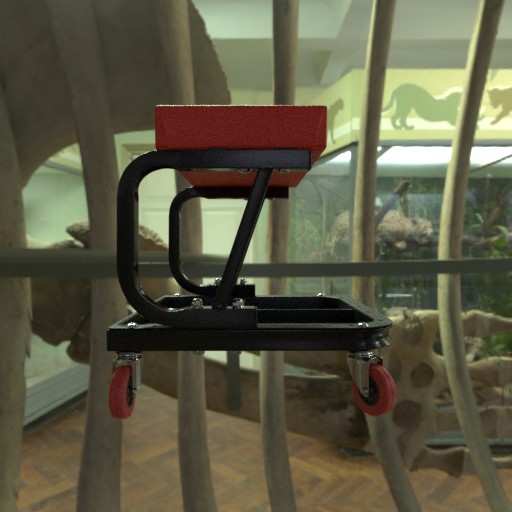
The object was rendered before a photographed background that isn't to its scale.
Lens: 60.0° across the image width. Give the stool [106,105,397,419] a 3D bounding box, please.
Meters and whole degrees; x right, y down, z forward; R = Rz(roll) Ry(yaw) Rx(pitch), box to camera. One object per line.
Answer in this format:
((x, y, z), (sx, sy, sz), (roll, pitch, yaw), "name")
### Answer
((0.000, 0.000, 0.725), (0.371, 0.380, 0.446), (0, 1, -1), "stool")
